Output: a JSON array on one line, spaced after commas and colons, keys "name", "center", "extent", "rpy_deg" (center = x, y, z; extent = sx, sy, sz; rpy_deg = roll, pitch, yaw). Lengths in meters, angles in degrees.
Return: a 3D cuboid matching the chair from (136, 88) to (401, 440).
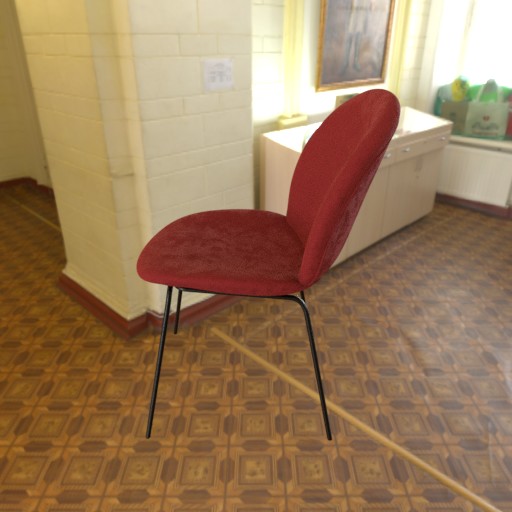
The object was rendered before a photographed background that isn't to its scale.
[{"name": "chair", "center": [0.000, 0.000, 1.124], "extent": [0.587, 0.791, 0.458], "rpy_deg": [0, 26, 0]}]
